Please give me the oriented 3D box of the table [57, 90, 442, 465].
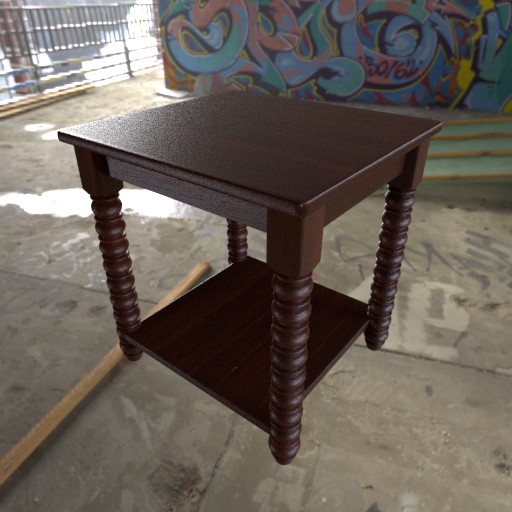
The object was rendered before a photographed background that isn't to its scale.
[{"bbox_3d":[0.000,0.000,0.971,0.533,0.567,0.500,22,37,32],"label":"table"}]
